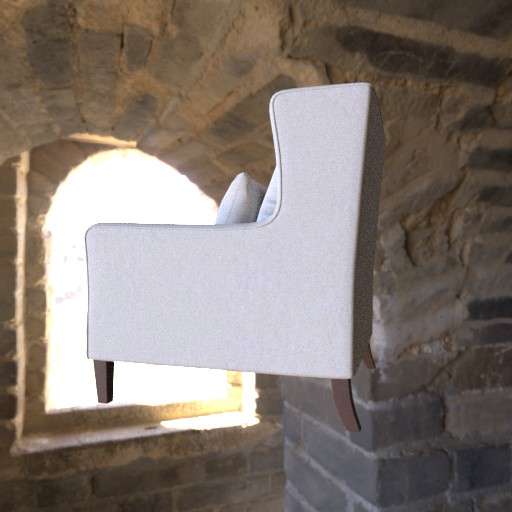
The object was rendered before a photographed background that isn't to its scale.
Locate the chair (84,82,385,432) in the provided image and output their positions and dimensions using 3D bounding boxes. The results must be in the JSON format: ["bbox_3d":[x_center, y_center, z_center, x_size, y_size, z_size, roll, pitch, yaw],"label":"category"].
[{"bbox_3d":[0.000,0.000,1.865,1.040,1.056,0.982,0,-1,18],"label":"chair"}]
